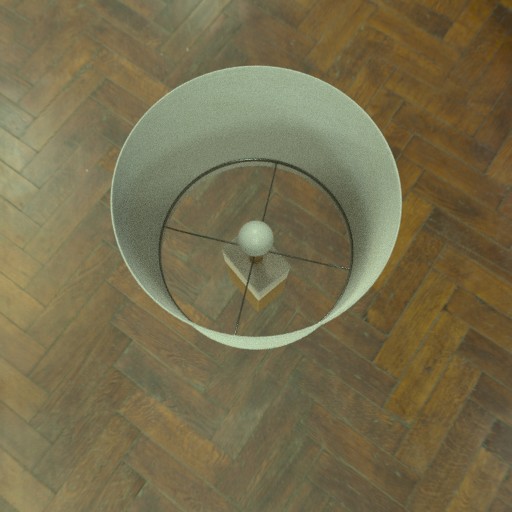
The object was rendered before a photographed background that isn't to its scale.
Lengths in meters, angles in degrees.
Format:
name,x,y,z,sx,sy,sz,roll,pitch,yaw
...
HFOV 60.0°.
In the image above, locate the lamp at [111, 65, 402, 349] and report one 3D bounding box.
name,x,y,z,sx,sy,sz,roll,pitch,yaw
lamp,0.000,0.000,0.550,0.229,0.417,0.229,-39,79,-9
